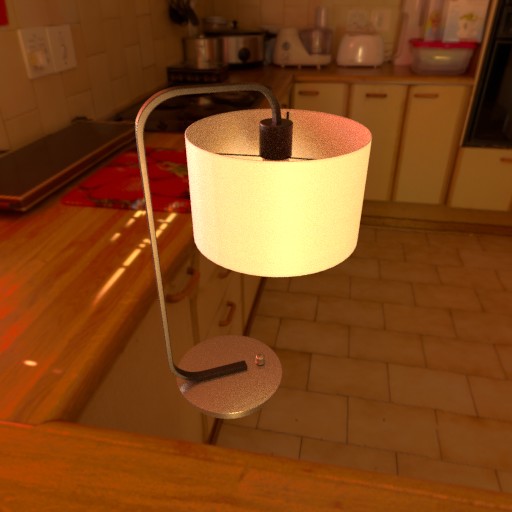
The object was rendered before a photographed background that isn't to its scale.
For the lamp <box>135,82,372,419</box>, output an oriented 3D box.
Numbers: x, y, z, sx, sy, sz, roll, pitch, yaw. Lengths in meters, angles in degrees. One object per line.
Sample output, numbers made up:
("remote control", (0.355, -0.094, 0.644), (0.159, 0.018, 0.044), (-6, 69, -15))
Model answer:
("lamp", (0.000, 0.000, 0.639), (0.288, 0.473, 0.230), (-10, 33, -17))
